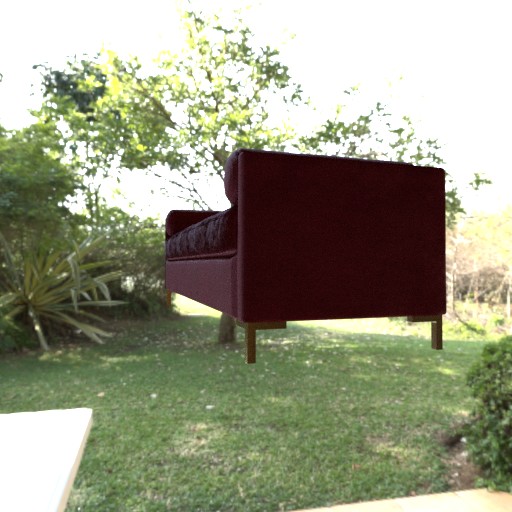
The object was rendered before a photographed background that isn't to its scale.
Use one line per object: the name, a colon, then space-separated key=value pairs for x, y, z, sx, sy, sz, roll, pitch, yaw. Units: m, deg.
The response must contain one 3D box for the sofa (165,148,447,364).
sofa: x=0.000 y=0.000 z=2.457 sx=0.796 sy=0.705 sz=2.102 roll=0 pitch=-1 yaw=-18
